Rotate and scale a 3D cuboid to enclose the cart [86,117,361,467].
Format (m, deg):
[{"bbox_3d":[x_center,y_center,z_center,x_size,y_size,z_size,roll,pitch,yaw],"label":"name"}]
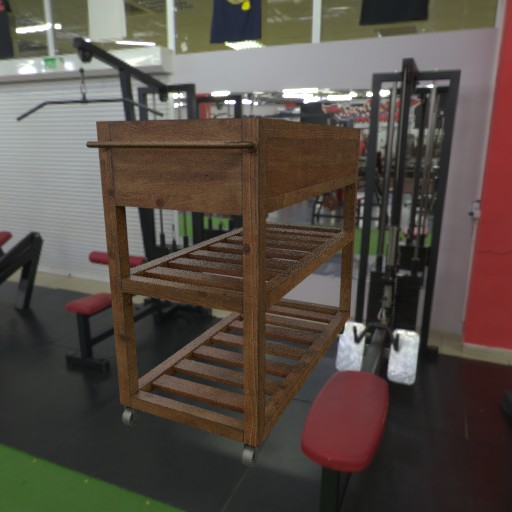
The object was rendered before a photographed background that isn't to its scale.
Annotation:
[{"bbox_3d":[0.000,0.000,1.474,0.445,0.830,1.065,7,16,24],"label":"cart"}]
